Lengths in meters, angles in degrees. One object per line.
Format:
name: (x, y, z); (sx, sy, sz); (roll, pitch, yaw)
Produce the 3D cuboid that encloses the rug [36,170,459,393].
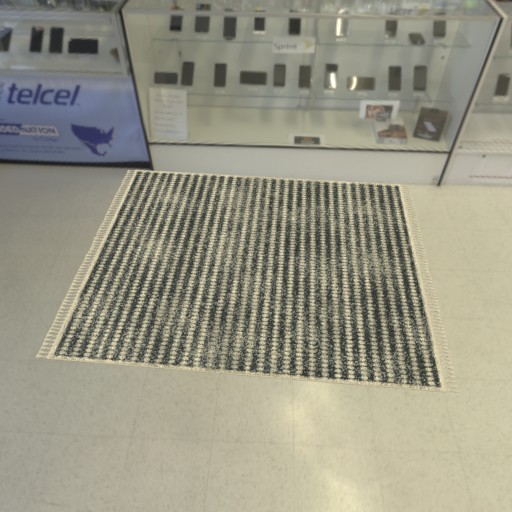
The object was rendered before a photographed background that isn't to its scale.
rug: (0.000, 0.000, 3.794); (2.910, 0.013, 2.256); (4, 47, 4)
